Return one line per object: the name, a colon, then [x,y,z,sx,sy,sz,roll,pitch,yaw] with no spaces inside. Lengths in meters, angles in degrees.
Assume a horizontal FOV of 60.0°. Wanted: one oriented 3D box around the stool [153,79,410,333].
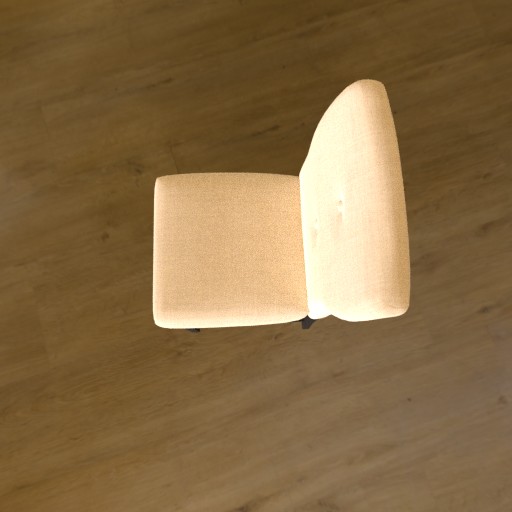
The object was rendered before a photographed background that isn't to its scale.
stool: [0.000,0.000,1.433,0.603,1.124,0.516,-2,77,-1]
